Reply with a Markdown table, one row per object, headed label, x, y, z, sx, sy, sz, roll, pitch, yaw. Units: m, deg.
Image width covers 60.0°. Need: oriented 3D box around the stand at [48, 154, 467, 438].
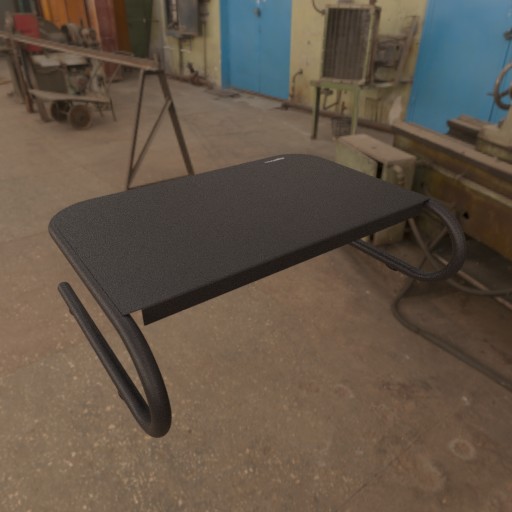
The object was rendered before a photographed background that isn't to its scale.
| label | x | y | z | sx | sy | sz | roll | pitch | yaw |
| --- | --- | --- | --- | --- | --- | --- | --- | --- | --- |
| stand | 0.000 | 0.000 | 0.488 | 0.370 | 0.108 | 0.280 | -20 | 36 | -30 |
